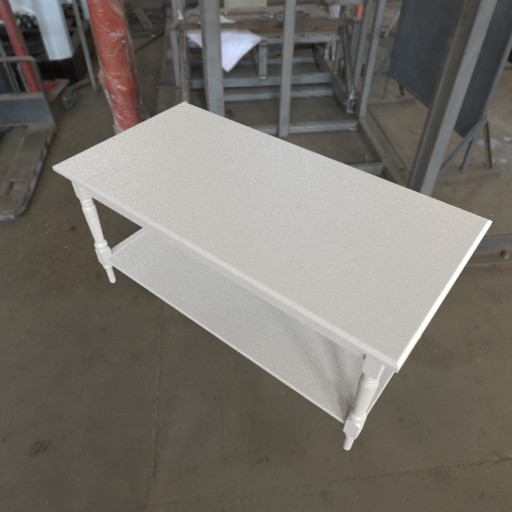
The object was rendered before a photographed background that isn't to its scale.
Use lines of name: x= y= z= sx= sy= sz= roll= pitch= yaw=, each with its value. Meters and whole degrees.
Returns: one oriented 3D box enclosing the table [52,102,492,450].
table: x=0.000 y=0.000 z=1.399 sx=1.109 sy=0.506 sz=0.551 roll=29 pitch=51 yaw=26
